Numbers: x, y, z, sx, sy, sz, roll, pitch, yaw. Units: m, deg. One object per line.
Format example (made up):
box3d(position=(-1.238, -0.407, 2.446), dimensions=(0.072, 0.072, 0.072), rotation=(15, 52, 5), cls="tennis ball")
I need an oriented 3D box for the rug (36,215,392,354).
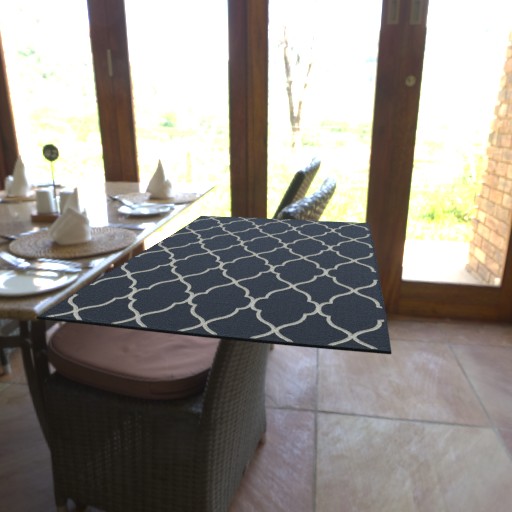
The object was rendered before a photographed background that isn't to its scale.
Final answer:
box3d(position=(0.000, 0.000, 2.876), dimensions=(1.526, 0.014, 2.290), rotation=(3, 17, 11), cls="rug")
